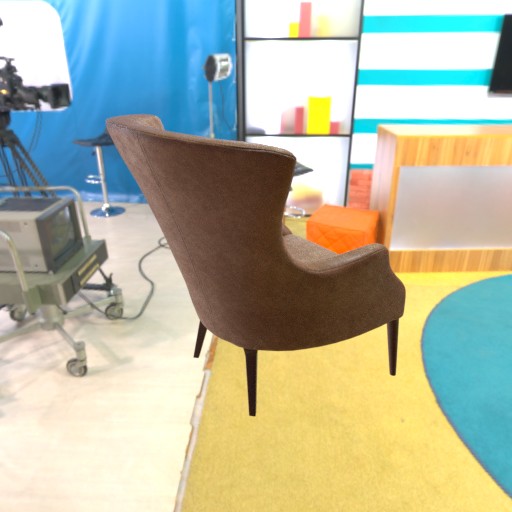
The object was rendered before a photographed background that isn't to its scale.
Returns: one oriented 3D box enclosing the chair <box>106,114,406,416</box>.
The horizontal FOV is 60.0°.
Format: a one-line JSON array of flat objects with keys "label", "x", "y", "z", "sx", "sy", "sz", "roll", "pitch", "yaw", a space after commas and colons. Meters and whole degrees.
[{"label": "chair", "x": 0.000, "y": 0.000, "z": 1.705, "sx": 0.955, "sy": 1.067, "sz": 0.846, "roll": -17, "pitch": 30, "yaw": -32}]
